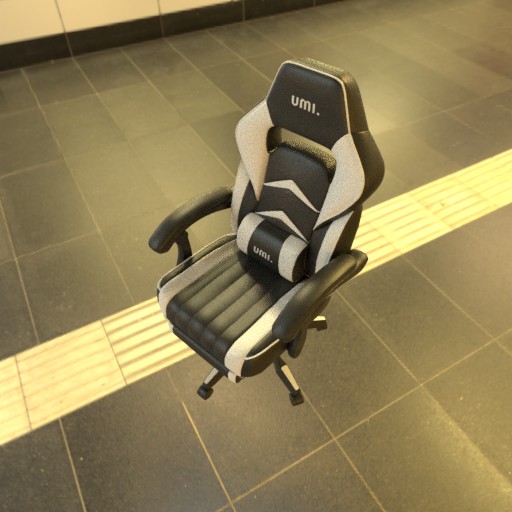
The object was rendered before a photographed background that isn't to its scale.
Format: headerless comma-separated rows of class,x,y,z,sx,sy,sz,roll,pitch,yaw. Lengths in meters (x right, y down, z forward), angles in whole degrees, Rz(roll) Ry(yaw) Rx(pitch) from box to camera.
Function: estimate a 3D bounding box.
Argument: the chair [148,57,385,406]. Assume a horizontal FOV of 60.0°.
chair,0.000,0.000,1.611,0.676,1.200,0.700,32,54,27
